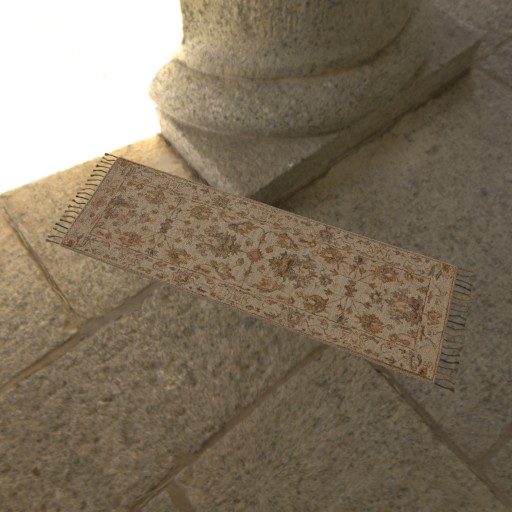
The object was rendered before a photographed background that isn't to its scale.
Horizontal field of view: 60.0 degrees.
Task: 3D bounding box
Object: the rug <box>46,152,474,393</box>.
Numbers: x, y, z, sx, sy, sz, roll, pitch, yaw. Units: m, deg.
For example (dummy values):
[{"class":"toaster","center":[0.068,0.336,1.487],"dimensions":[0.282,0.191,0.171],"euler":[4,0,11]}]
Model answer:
[{"class":"rug","center":[0.000,0.000,2.598],"dimensions":[2.438,0.021,0.729],"euler":[19,64,10]}]
